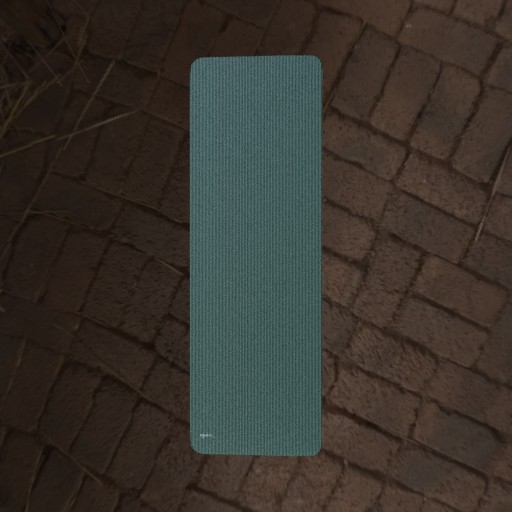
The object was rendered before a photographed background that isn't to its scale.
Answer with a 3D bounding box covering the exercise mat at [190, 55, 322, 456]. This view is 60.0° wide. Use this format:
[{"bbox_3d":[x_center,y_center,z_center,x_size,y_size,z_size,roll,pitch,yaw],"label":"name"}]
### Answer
[{"bbox_3d":[0.000,0.000,2.075,0.616,0.021,1.869,0,90,1],"label":"exercise mat"}]
